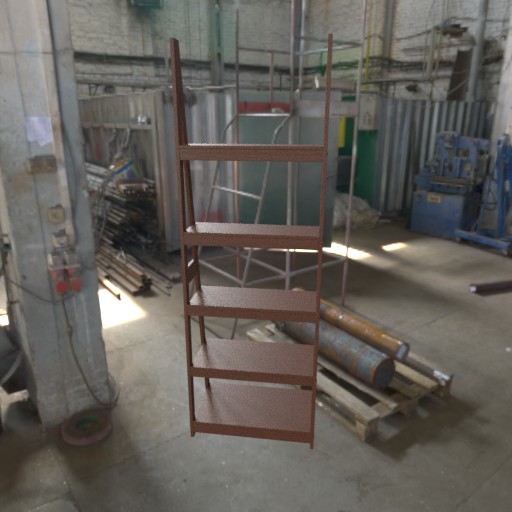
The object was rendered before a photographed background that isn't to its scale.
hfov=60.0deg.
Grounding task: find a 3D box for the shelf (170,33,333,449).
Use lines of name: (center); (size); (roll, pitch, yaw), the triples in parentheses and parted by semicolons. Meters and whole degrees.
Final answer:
shelf: (0.000, 0.000, 2.025); (0.600, 1.770, 0.350); (2, 18, 8)
